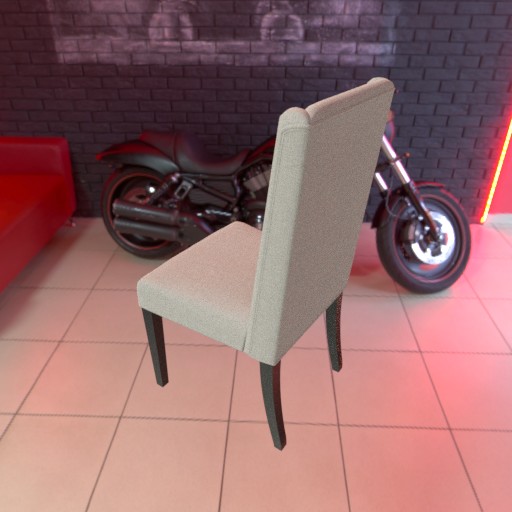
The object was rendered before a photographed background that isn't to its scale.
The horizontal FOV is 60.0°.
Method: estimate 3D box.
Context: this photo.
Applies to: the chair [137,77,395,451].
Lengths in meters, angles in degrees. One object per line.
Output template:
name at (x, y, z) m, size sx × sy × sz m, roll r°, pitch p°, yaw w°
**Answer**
chair at (0.000, 0.000, 1.275) m, size 0.523 × 0.961 × 0.474 m, roll 20°, pitch 36°, yaw 29°
